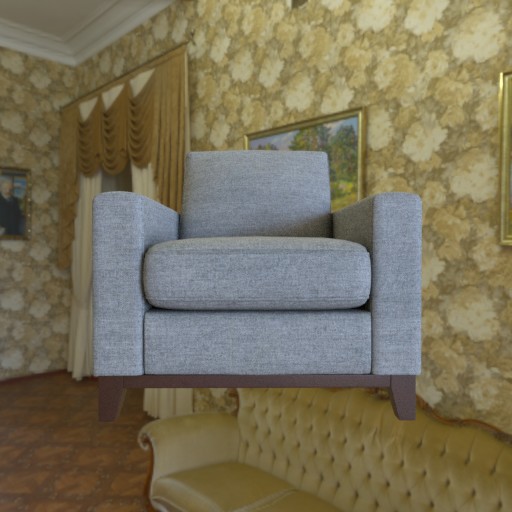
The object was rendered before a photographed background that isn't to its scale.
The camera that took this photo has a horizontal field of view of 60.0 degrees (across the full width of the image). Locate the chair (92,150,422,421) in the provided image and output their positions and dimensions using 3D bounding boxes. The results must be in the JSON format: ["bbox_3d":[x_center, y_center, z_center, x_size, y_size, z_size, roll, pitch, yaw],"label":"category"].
[{"bbox_3d":[0.000,0.000,1.835,1.024,1.010,1.038,0,1,-1],"label":"chair"}]
